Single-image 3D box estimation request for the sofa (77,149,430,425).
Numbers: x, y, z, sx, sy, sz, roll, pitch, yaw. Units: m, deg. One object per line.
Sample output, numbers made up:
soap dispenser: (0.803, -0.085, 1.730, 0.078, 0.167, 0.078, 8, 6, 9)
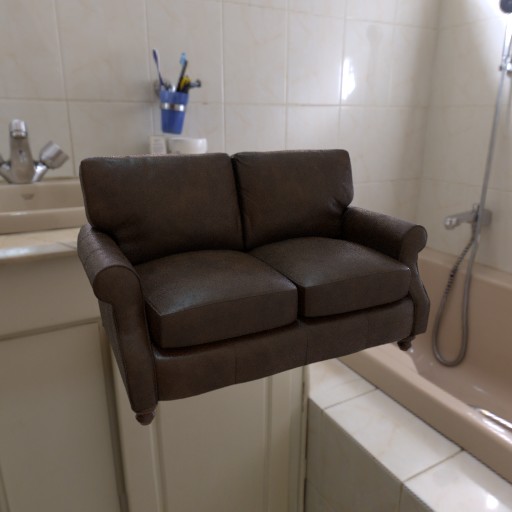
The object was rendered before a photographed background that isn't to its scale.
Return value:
sofa: (0.000, 0.000, 2.203, 1.616, 0.976, 0.990, -8, 19, -25)
